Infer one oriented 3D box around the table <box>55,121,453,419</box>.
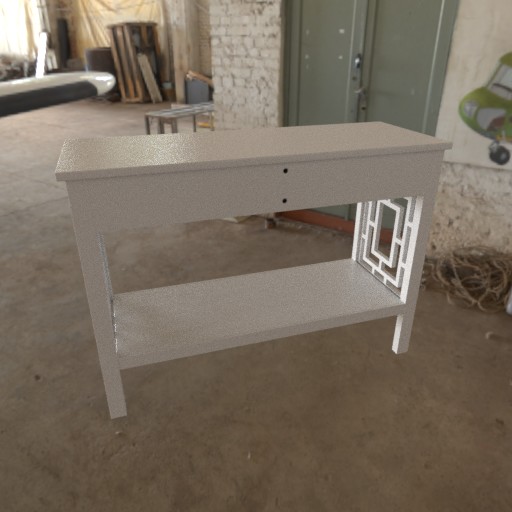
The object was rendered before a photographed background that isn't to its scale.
[{"bbox_3d":[0.000,0.000,1.466,1.068,0.753,0.397,-8,27,-16],"label":"table"}]
